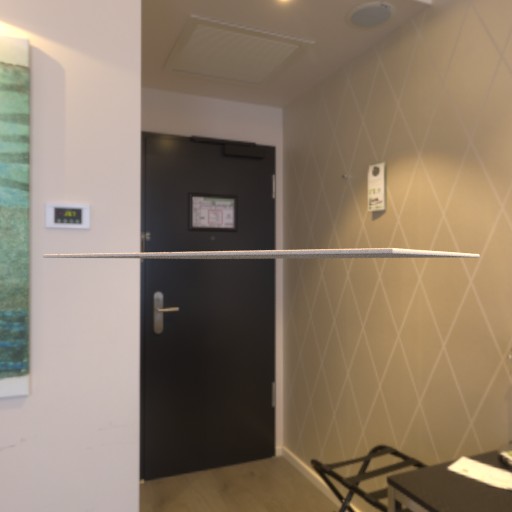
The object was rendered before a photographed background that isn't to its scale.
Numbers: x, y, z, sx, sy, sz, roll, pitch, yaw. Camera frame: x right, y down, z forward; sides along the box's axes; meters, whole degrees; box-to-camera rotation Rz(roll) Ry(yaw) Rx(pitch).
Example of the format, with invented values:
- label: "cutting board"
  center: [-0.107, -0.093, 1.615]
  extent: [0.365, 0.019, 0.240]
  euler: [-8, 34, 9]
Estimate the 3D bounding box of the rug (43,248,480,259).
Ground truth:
- label: "rug"
  center: [0.000, 0.000, 2.224]
  extent: [1.828, 0.015, 1.222]
  euler: [-1, -1, 37]
